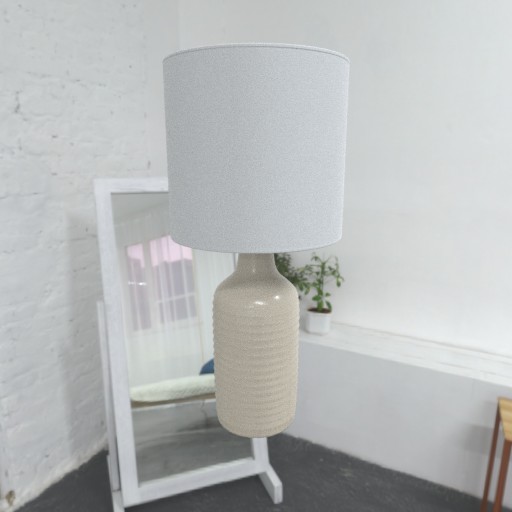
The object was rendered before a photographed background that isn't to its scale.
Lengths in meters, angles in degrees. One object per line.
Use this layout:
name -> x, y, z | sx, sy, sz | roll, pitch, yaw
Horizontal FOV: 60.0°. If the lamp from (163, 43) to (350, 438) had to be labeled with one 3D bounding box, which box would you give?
lamp -> 0.000, 0.000, 0.589 | 0.220, 0.475, 0.220 | 2, 14, 7
